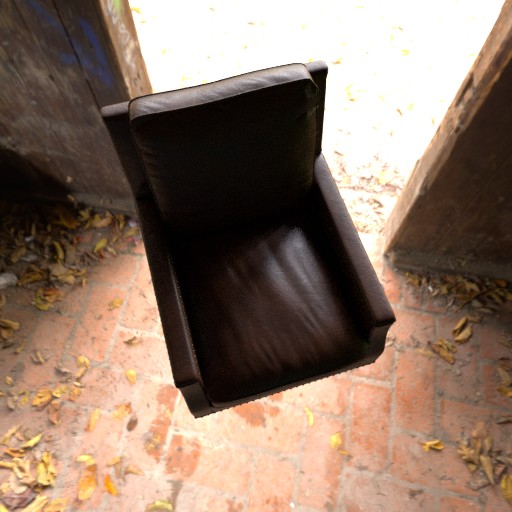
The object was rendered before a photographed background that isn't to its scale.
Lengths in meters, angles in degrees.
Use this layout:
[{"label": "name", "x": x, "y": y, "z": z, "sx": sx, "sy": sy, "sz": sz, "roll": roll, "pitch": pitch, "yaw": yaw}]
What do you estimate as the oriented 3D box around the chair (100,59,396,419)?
[{"label": "chair", "x": 0.000, "y": 0.000, "z": 1.807, "sx": 0.854, "sy": 1.054, "sz": 1.035, "roll": -15, "pitch": 65, "yaw": -7}]
